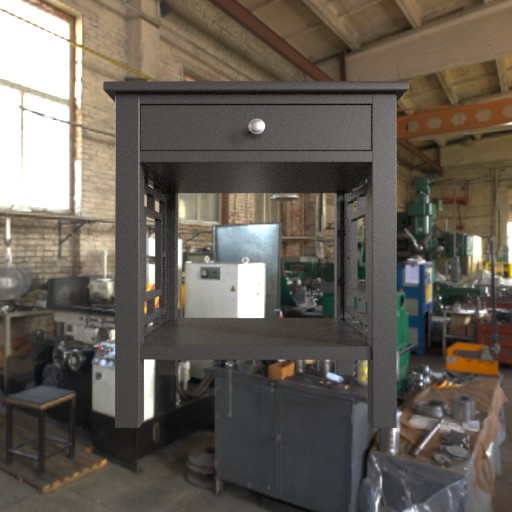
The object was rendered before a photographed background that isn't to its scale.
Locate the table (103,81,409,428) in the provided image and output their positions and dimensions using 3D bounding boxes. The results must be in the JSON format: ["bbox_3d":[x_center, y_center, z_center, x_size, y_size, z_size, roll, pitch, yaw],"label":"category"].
[{"bbox_3d":[0.000,0.000,1.031,0.564,0.646,0.451,0,0,0],"label":"table"}]
